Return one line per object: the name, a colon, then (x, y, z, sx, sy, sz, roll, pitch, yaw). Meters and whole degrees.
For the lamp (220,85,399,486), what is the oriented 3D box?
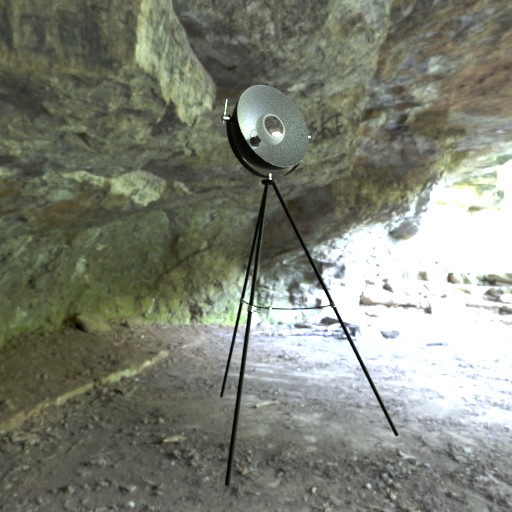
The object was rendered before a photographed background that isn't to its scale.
lamp: (0.000, 0.000, 2.013, 0.817, 1.512, 0.920, 1, -2, -35)
